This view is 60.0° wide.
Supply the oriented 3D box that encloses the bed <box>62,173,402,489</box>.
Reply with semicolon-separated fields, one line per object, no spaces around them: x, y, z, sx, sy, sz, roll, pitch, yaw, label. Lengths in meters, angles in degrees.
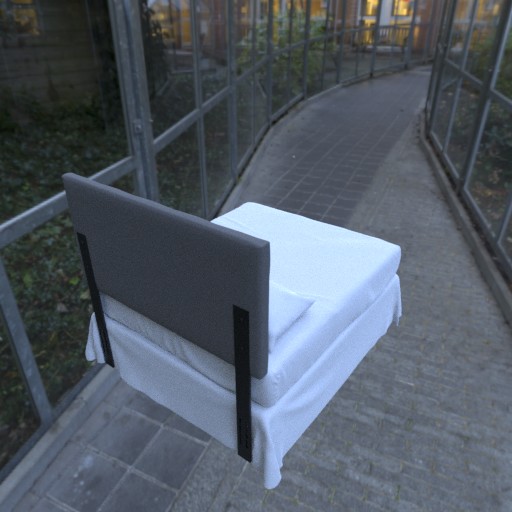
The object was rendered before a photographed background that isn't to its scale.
0.000;0.000;3.521;1.936;1.577;2.222;21;35;32;bed
